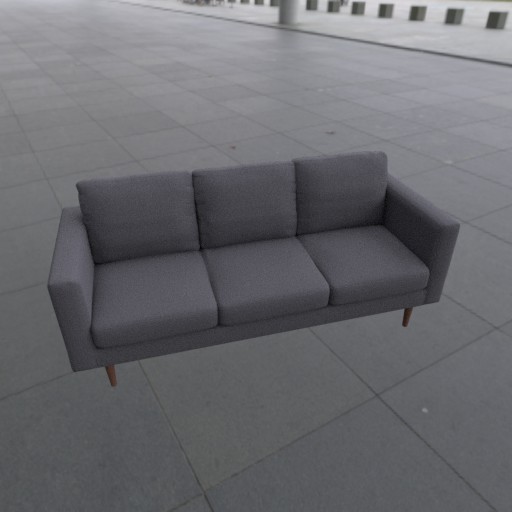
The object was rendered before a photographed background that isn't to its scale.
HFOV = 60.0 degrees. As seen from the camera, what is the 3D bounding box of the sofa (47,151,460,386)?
[{"bbox_3d":[0.000,0.000,2.502,2.029,0.912,0.802,-9,33,-13],"label":"sofa"}]
